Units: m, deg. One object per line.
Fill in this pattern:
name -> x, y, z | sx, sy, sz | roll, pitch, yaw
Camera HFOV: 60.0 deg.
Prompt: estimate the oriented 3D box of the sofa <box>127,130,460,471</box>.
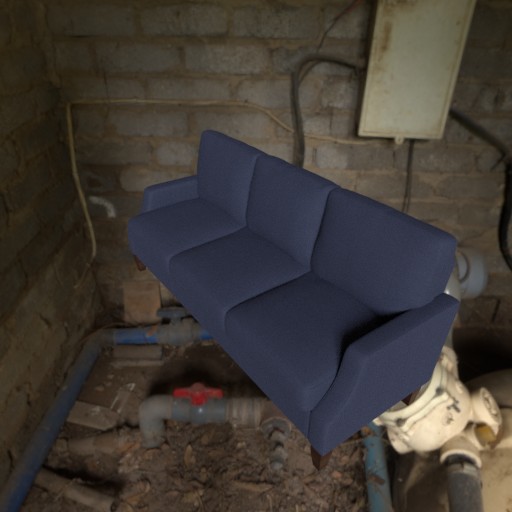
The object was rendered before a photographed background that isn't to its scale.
sofa -> 0.000, 0.000, 2.630 | 0.888, 0.984, 2.115 | -20, 37, -30
